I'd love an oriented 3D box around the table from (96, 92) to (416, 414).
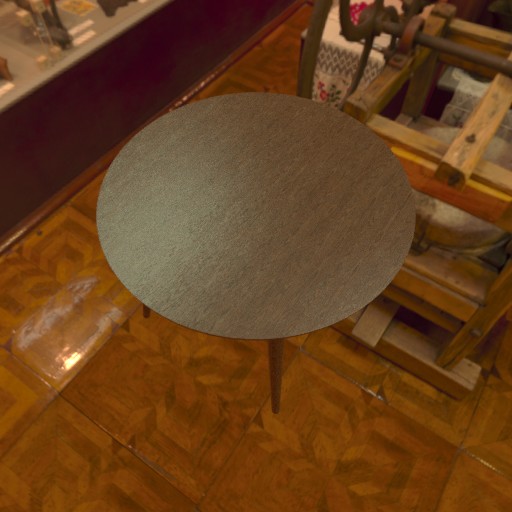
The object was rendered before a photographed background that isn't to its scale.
[{"bbox_3d":[0.000,0.000,1.817,1.053,0.786,1.053,0,57,0],"label":"table"}]
